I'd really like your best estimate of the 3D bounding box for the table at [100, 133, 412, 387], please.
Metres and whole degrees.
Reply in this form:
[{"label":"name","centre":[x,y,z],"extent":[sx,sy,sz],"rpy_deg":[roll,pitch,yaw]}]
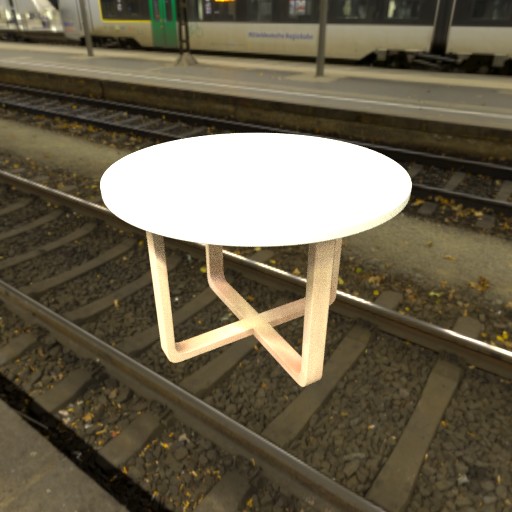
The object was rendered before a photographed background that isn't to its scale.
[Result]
[{"label":"table","centre":[0.000,0.000,0.990],"extent":[0.600,0.400,0.600],"rpy_deg":[0,29,0]}]
